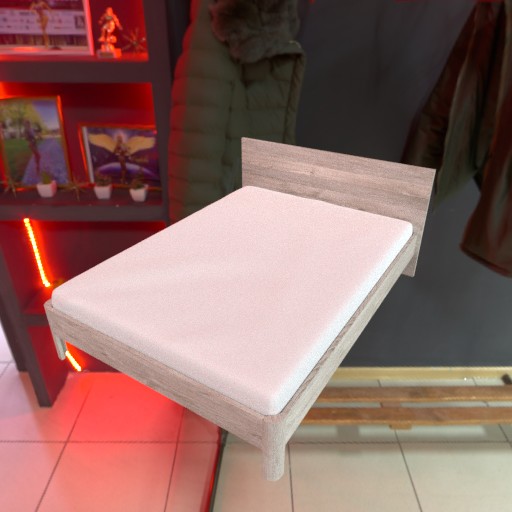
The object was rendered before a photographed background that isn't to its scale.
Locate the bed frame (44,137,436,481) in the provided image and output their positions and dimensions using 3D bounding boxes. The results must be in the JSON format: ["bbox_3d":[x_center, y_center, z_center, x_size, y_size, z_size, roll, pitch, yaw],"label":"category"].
[{"bbox_3d":[0.000,0.000,2.673,1.490,0.800,1.950,17,34,28],"label":"bed frame"}]
